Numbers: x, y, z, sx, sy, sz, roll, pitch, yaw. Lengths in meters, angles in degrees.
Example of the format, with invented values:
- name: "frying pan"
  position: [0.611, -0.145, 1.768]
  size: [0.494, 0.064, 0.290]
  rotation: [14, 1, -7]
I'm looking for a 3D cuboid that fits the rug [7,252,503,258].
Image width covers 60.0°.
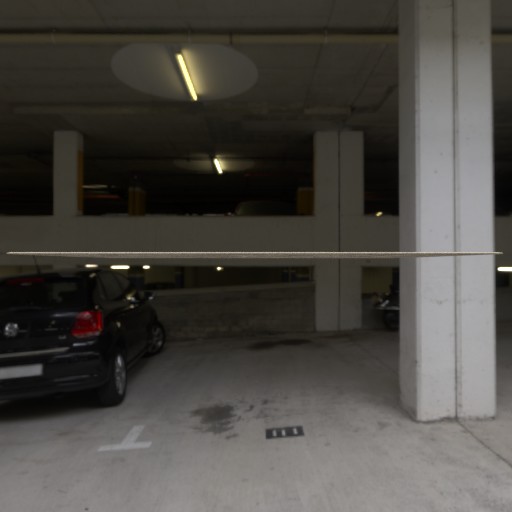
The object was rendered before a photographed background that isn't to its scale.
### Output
- name: "rug"
  position: [0.000, 0.000, 2.783]
  size: [2.284, 0.008, 1.522]
  rotation: [0, -1, 0]
